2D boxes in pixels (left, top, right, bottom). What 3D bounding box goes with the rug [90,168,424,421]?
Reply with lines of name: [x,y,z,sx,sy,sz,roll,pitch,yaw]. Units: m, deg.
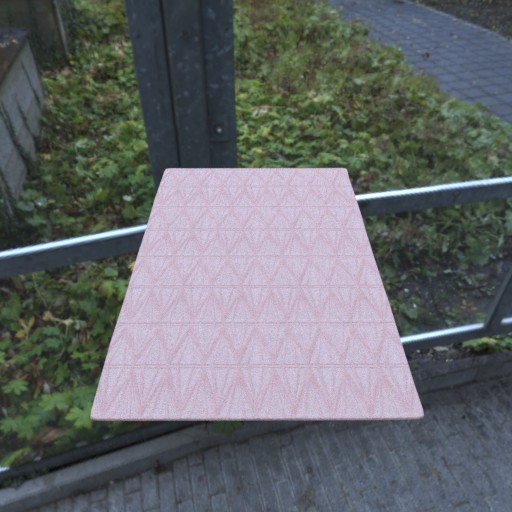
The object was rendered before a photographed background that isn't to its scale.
rug: [0.000,0.000,3.000,1.609,0.015,2.390,0,40,0]
